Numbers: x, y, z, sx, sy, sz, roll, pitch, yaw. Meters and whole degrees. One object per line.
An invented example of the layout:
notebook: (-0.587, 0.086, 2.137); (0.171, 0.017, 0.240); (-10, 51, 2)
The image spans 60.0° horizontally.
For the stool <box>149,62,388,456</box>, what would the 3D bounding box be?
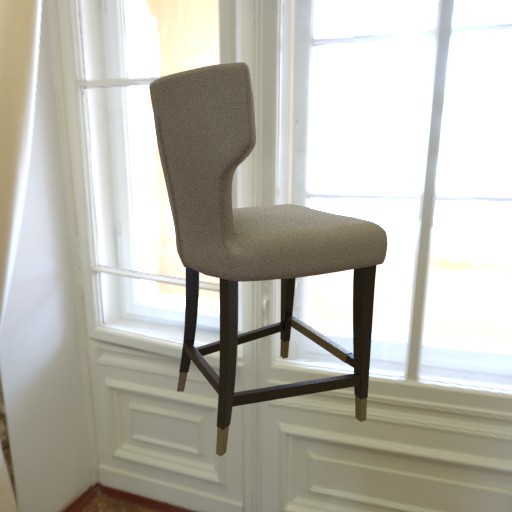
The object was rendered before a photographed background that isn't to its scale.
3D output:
stool: (0.000, 0.000, 1.327); (0.563, 0.982, 0.527); (-7, 16, -26)
